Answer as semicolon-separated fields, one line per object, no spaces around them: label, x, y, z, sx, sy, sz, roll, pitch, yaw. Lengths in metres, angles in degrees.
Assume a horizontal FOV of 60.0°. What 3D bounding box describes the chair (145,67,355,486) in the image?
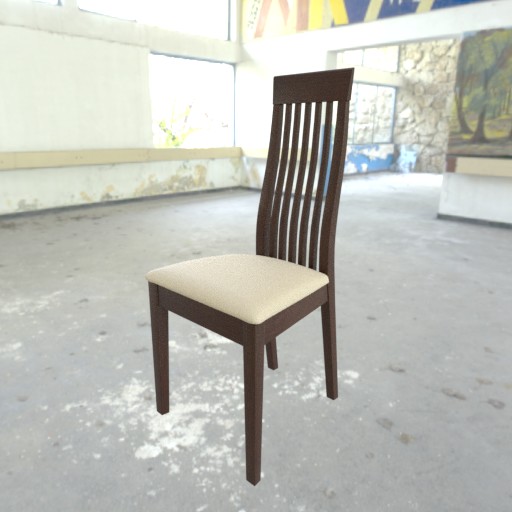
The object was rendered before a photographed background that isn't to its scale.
chair;0.000;0.000;1.281;0.460;1.027;0.474;15;22;43
